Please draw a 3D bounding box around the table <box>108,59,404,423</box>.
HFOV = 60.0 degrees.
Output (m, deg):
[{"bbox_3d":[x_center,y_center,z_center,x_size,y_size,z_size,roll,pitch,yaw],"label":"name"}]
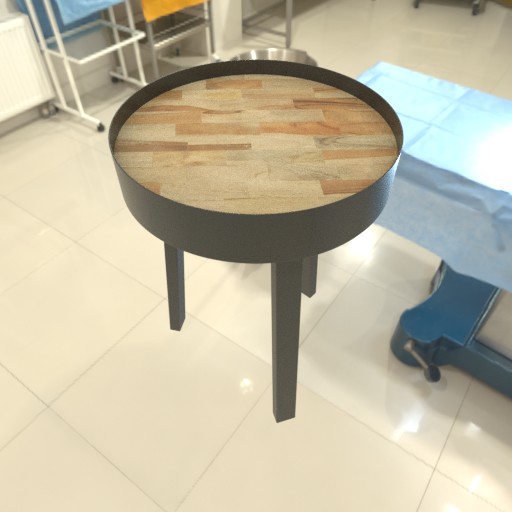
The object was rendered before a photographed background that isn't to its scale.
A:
[{"bbox_3d":[0.000,0.000,0.828,0.406,0.559,0.406,0,47,0],"label":"table"}]
